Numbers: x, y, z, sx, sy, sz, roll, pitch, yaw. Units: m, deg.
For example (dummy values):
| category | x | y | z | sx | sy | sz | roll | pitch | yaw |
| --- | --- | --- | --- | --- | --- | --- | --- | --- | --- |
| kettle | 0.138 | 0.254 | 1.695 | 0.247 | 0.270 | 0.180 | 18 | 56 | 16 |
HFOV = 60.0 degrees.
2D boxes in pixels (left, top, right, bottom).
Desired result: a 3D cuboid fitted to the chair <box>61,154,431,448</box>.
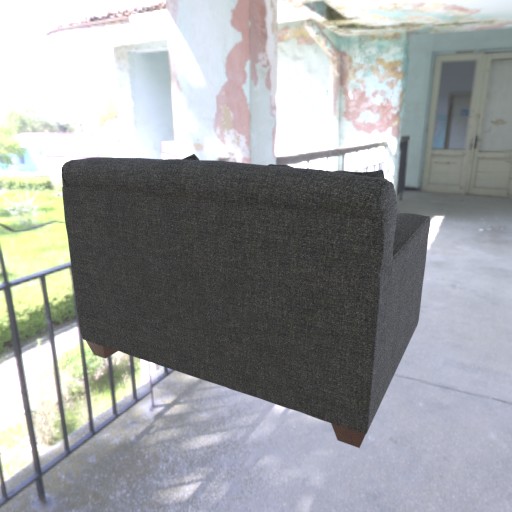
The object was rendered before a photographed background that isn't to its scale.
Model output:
| category | x | y | z | sx | sy | sz | roll | pitch | yaw |
| --- | --- | --- | --- | --- | --- | --- | --- | --- | --- |
| chair | 0.000 | 0.000 | 2.062 | 1.383 | 0.948 | 1.000 | 9 | 20 | 28 |
